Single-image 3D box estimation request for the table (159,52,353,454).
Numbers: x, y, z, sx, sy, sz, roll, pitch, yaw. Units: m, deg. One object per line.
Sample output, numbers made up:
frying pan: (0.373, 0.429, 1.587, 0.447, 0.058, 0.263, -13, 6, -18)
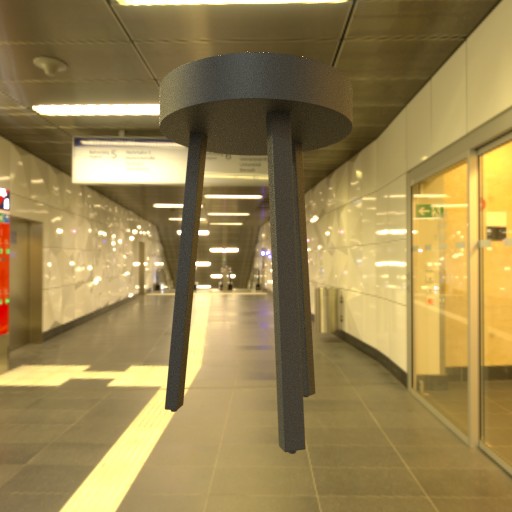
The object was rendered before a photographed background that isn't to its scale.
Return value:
table: (0.000, 0.000, 0.950, 0.406, 0.686, 0.406, 0, -1, -18)
